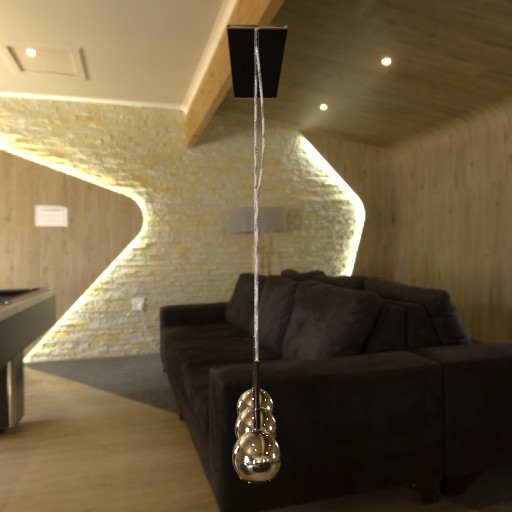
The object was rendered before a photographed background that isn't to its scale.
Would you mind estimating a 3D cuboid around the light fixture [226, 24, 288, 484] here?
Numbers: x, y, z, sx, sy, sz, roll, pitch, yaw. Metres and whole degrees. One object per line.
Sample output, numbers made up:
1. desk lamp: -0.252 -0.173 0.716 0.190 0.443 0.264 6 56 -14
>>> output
1. light fixture: 0.000 0.000 1.650 0.188 1.408 0.623 0 0 -1
